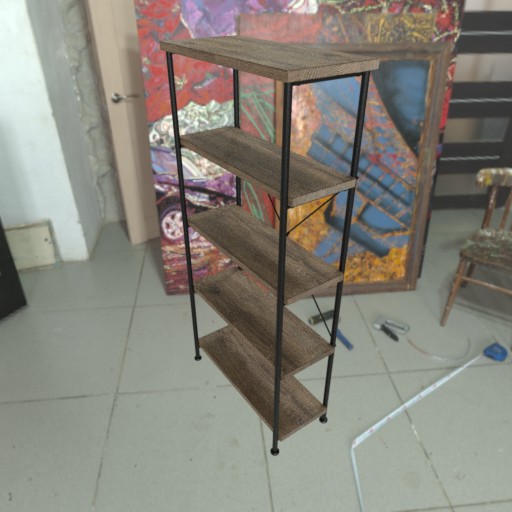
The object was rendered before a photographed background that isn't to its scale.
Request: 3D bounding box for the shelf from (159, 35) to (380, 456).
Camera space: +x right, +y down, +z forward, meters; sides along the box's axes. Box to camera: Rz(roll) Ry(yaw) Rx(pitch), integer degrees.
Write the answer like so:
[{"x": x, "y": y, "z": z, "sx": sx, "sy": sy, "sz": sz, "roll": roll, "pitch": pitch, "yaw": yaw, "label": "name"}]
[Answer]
[{"x": 0.000, "y": 0.000, "z": 1.991, "sx": 0.360, "sy": 1.700, "sz": 0.800, "roll": -21, "pitch": 38, "yaw": -29, "label": "shelf"}]
